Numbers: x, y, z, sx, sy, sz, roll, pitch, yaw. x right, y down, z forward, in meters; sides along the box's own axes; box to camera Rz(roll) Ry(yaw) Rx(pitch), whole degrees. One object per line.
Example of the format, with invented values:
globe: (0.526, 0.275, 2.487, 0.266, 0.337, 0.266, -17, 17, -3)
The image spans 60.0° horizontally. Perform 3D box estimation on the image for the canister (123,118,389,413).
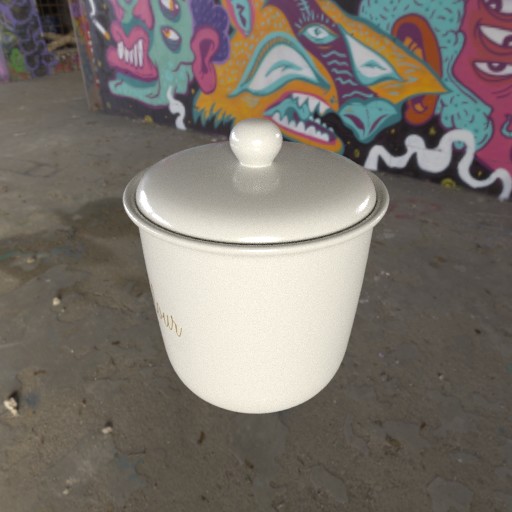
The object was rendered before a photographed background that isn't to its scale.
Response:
canister: (0.000, 0.000, 0.342, 0.182, 0.208, 0.182, 0, 31, 0)
